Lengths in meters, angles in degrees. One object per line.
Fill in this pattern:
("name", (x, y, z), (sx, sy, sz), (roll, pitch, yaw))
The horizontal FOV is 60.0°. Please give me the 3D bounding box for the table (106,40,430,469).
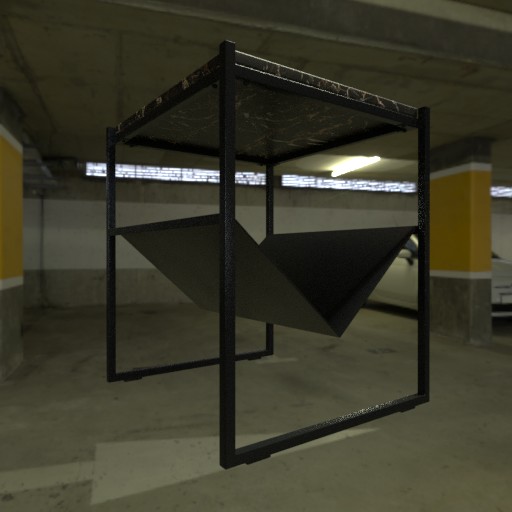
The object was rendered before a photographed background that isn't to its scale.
("table", (0.000, 0.000, 0.859), (0.432, 0.534, 0.469), (0, 0, -36))
